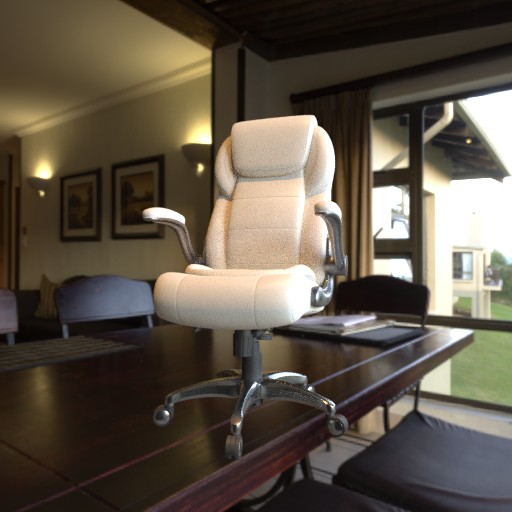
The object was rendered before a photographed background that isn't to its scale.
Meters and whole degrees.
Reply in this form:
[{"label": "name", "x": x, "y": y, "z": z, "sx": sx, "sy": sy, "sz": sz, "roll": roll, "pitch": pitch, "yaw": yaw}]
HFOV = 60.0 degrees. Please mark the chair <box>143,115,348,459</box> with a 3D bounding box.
[{"label": "chair", "x": 0.000, "y": 0.000, "z": 1.819, "sx": 0.755, "sy": 1.330, "sz": 0.806, "roll": 0, "pitch": 0, "yaw": 18}]
